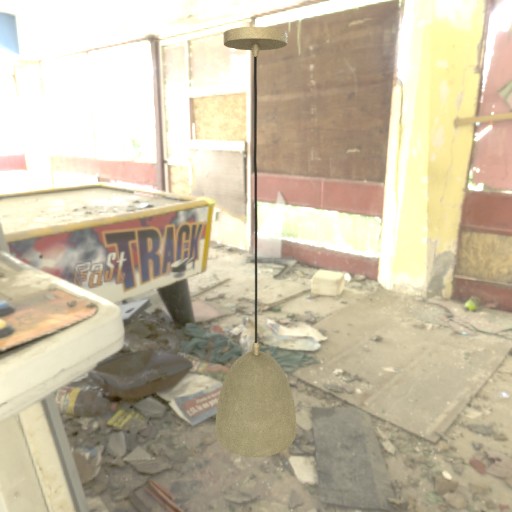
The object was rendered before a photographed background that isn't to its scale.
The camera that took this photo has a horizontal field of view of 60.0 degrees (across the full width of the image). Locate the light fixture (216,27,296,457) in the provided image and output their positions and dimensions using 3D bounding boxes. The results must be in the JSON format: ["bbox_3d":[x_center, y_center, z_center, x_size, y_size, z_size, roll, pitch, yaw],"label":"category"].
[{"bbox_3d":[0.000,0.000,0.833,0.170,0.759,0.170,-8,18,-28],"label":"light fixture"}]
